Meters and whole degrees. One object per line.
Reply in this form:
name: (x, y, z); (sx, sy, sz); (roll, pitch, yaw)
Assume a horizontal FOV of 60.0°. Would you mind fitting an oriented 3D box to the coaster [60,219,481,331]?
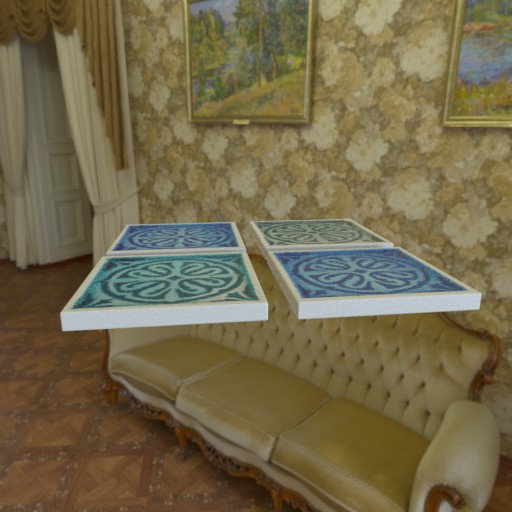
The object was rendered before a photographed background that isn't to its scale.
coaster: (0.000, 0.000, 0.330); (0.219, 0.010, 0.214); (-2, 16, -7)
